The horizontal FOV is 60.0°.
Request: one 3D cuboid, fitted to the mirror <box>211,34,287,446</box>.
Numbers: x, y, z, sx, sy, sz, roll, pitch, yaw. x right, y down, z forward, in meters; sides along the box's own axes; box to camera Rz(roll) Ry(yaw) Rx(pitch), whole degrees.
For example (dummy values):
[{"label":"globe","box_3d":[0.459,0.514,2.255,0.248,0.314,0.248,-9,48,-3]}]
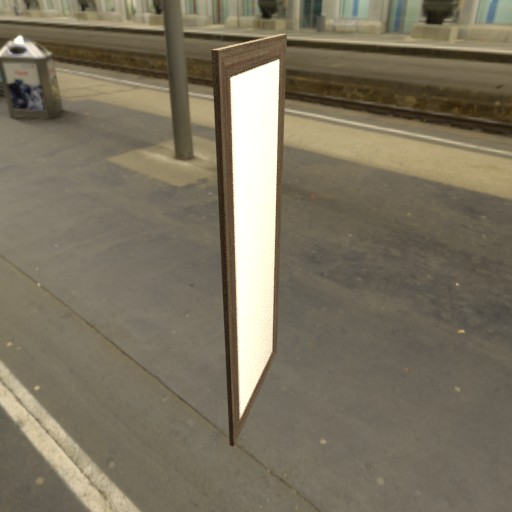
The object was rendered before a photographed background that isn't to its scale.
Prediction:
[{"label":"mirror","box_3d":[0.000,0.000,2.318,0.025,2.032,0.812,10,32,17]}]
